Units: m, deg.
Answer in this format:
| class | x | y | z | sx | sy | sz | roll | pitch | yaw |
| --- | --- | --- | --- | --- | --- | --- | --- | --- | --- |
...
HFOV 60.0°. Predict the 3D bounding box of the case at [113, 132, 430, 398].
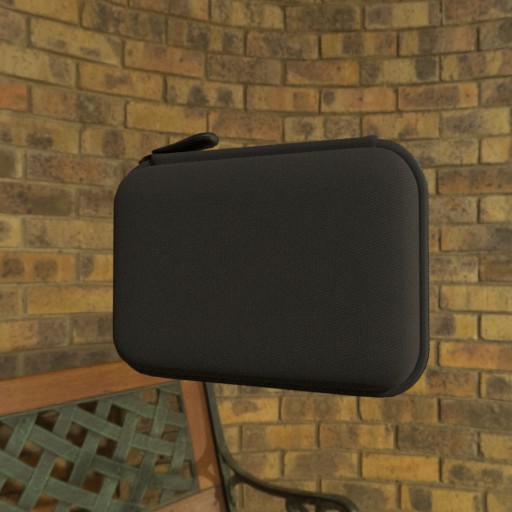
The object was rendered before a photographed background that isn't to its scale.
| class | x | y | z | sx | sy | sz | roll | pitch | yaw |
| --- | --- | --- | --- | --- | --- | --- | --- | --- | --- |
| case | 0.000 | 0.000 | 0.181 | 0.132 | 0.105 | 0.038 | 0 | -1 | 19 |
